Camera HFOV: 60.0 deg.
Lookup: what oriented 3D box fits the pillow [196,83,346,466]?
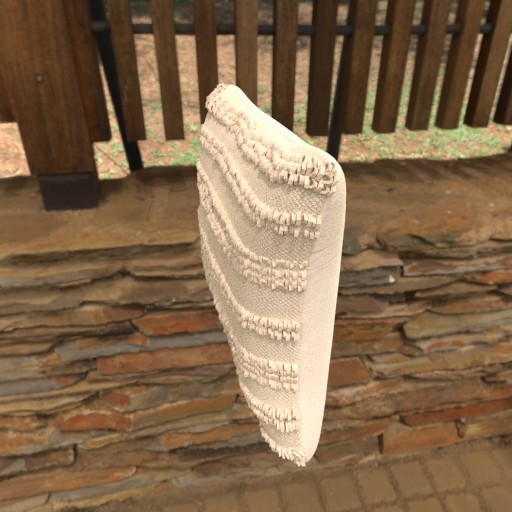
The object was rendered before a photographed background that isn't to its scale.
[{"bbox_3d":[0.000,0.000,0.653,0.145,0.427,0.437,-8,31,-13],"label":"pillow"}]
